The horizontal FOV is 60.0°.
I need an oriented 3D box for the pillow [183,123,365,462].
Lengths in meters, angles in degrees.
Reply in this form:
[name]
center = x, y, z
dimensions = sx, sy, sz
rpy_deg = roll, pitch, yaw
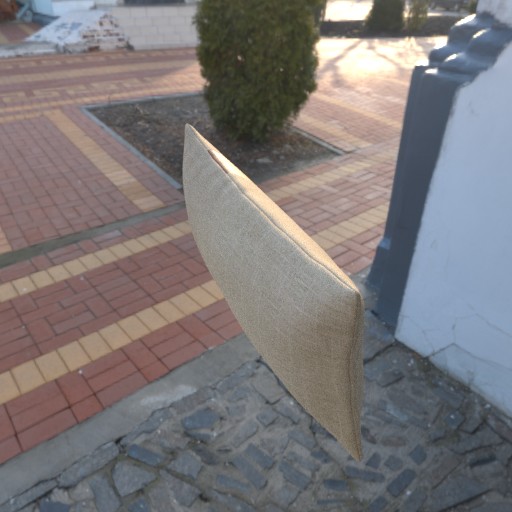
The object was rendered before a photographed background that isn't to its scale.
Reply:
[pillow]
center = 0.000, 0.000, 0.726
dimensions = 0.155, 0.282, 0.612
rpy_deg = -12, 34, -19
